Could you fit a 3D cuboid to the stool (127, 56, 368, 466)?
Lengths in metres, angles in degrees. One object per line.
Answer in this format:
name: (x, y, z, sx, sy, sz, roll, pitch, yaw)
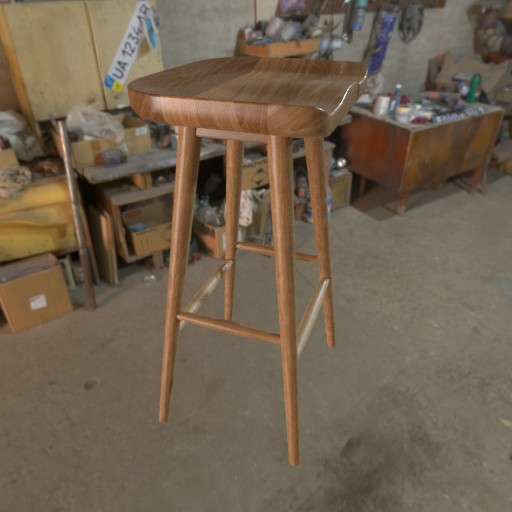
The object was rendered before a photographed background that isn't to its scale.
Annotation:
stool: (0.000, 0.000, 0.907, 0.322, 0.698, 0.407, 11, 33, 17)
